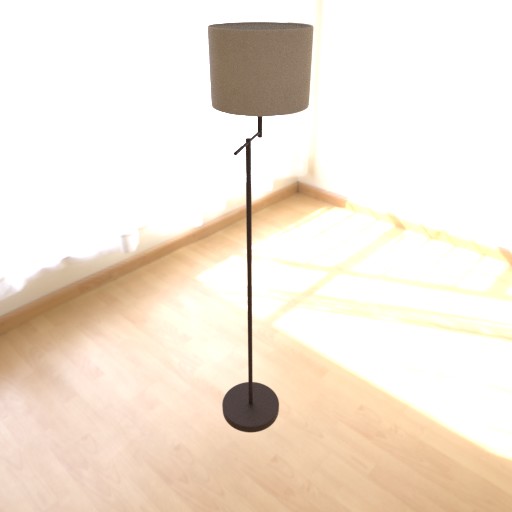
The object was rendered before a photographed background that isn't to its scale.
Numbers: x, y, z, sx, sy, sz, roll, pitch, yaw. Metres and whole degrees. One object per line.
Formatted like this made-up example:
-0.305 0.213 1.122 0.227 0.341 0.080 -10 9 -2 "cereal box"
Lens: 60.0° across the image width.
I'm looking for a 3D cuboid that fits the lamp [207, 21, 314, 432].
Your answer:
0.000 0.000 1.736 0.324 1.600 0.416 9 33 15 "lamp"
